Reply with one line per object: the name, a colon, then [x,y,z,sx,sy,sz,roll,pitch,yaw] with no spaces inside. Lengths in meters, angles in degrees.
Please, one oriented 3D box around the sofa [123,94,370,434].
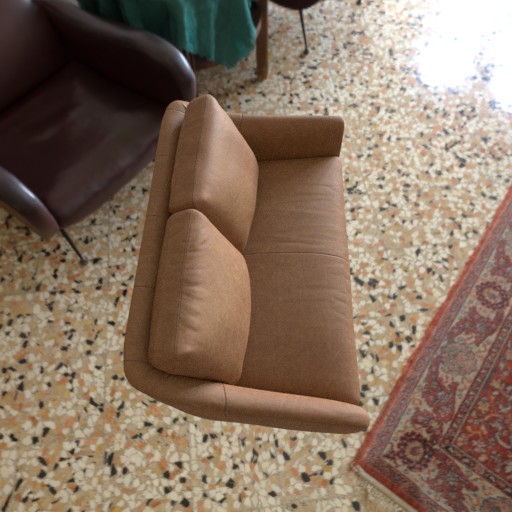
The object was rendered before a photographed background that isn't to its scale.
sofa: [0.000,0.000,2.202,0.960,0.902,1.619,1,62,1]
